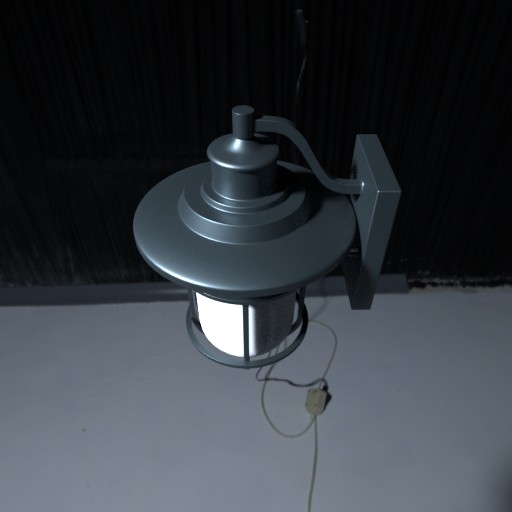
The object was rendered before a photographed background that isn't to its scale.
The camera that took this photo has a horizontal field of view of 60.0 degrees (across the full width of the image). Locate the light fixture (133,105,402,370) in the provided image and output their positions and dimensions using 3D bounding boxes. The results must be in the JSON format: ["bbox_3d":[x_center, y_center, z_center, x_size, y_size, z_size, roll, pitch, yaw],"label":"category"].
[{"bbox_3d":[0.000,0.000,0.502,0.252,0.345,0.222,0,42,0],"label":"light fixture"}]
